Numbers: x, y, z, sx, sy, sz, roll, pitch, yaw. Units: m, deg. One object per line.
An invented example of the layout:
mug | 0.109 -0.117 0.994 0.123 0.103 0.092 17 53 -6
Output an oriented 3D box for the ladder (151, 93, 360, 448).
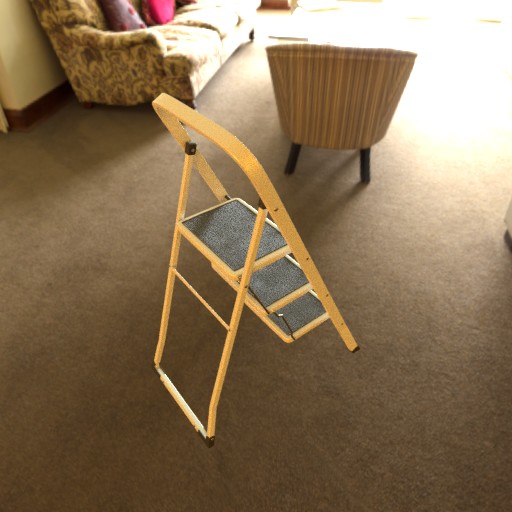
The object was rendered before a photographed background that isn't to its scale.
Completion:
ladder | 0.000 0.000 1.420 0.711 1.050 0.460 -27 47 -28
